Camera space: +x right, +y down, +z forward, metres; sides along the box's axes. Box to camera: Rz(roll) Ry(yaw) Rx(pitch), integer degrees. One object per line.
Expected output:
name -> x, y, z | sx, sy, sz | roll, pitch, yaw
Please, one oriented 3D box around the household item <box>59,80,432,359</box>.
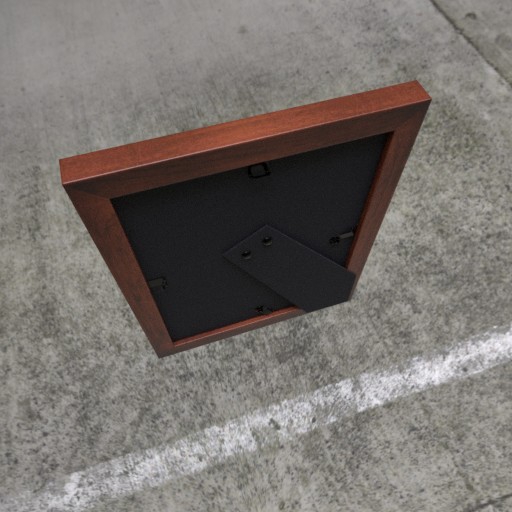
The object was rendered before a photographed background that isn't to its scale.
household item -> 0.000, 0.000, 0.338 | 0.200, 0.250, 0.020 | -15, 59, -9
